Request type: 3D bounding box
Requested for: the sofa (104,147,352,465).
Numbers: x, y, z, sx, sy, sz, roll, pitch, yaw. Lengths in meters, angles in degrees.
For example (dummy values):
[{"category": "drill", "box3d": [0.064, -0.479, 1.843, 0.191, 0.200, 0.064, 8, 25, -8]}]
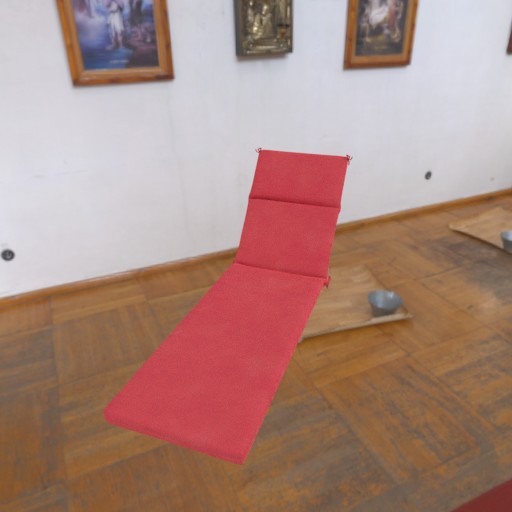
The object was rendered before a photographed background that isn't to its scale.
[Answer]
[{"category": "sofa", "box3d": [0.000, 0.000, 2.012, 0.582, 0.622, 1.663, 9, 28, 18]}]
